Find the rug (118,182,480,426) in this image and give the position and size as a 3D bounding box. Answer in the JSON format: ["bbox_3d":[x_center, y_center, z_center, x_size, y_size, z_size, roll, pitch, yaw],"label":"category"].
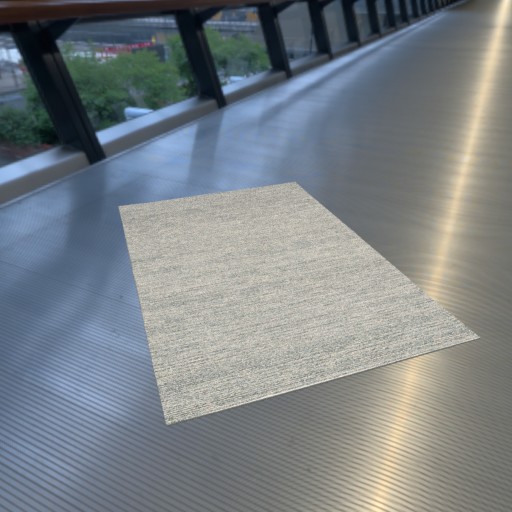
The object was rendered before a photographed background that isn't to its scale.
[{"bbox_3d":[0.000,0.000,2.983,1.616,0.030,2.338,-10,32,-17],"label":"rug"}]
